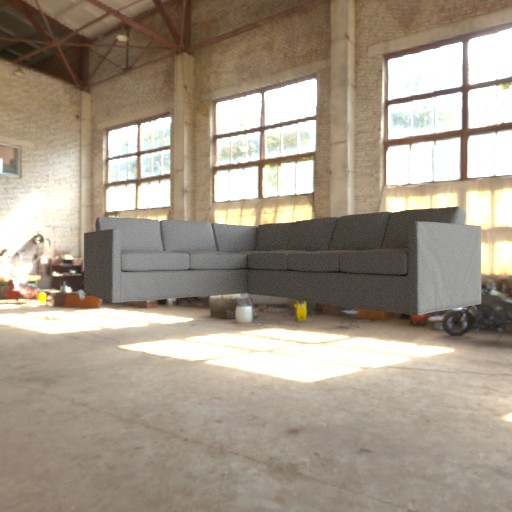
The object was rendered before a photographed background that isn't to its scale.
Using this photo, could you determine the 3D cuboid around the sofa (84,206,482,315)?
[{"bbox_3d":[0.000,0.000,4.309,2.432,0.871,3.182,0,0,-36],"label":"sofa"}]
